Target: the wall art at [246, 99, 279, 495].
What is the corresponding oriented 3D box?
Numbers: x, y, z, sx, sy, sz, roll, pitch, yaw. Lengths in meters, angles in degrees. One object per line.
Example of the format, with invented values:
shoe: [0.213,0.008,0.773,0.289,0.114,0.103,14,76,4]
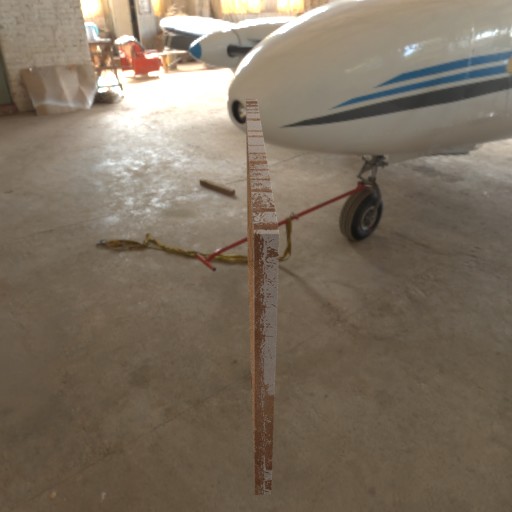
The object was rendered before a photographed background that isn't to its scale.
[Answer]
wall art: [0.000,0.000,1.157,0.035,0.609,0.914,-1,31,-2]
